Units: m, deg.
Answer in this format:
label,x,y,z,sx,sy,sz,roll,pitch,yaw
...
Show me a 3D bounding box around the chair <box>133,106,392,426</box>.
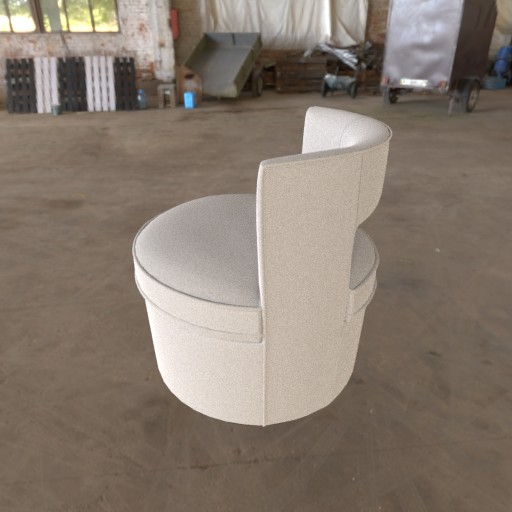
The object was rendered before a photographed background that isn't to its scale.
label,x,y,z,sx,sy,sz,roll,pitch,yaw
chair,0.000,0.000,1.235,0.665,0.723,0.650,7,29,13
